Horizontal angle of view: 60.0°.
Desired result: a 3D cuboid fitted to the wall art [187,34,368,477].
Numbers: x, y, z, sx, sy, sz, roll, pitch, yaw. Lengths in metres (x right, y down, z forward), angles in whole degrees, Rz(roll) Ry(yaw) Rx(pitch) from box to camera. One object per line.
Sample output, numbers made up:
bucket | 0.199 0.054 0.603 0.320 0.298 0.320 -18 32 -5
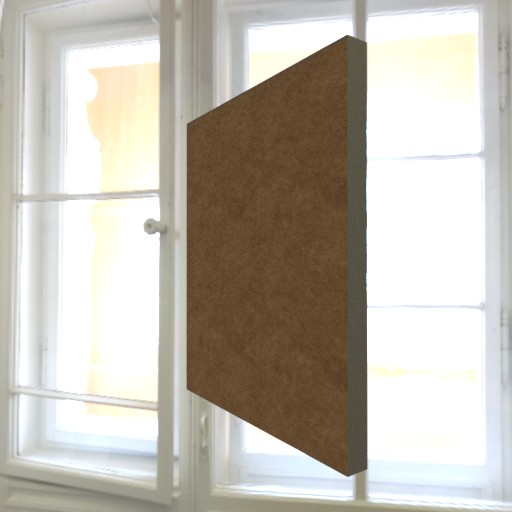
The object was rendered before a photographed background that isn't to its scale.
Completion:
wall art | 0.000 0.000 0.751 0.037 0.554 0.453 0 0 -35
